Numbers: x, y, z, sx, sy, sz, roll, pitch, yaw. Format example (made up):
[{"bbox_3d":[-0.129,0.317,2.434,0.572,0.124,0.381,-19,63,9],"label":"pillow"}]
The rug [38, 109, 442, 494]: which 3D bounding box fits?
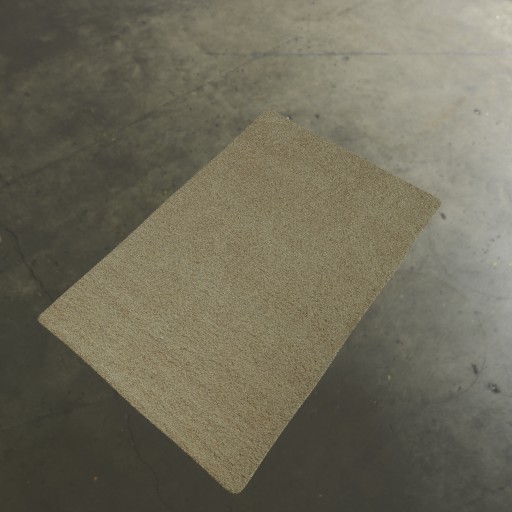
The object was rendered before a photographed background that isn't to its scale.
[{"bbox_3d":[0.000,0.000,3.363,1.801,0.024,2.700,34,65,18],"label":"rug"}]
